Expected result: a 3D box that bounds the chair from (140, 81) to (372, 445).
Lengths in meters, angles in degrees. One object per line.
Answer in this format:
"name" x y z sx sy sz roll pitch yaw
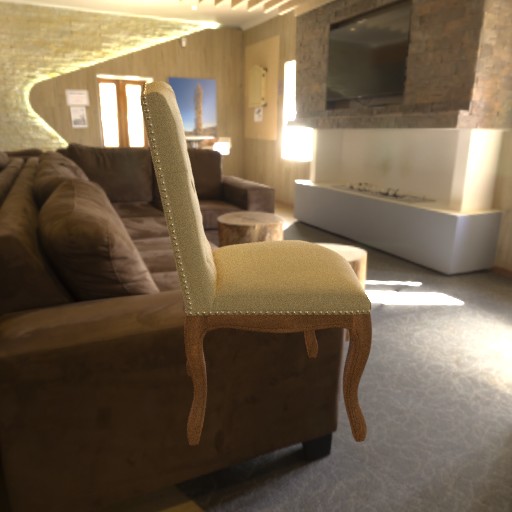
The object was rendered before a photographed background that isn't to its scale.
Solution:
"chair" 0.000 0.000 1.592 0.715 1.165 0.623 -2 16 -8
